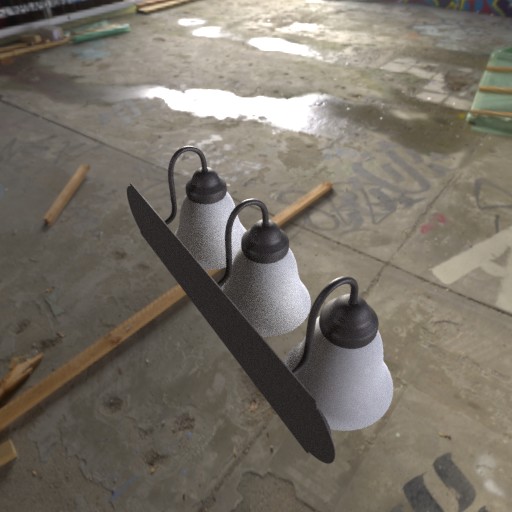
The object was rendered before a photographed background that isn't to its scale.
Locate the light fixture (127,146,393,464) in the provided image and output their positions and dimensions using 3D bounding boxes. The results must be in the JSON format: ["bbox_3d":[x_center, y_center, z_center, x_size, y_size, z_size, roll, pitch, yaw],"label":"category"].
[{"bbox_3d":[0.000,0.000,0.703,0.199,0.222,0.610,-24,46,-25],"label":"light fixture"}]
